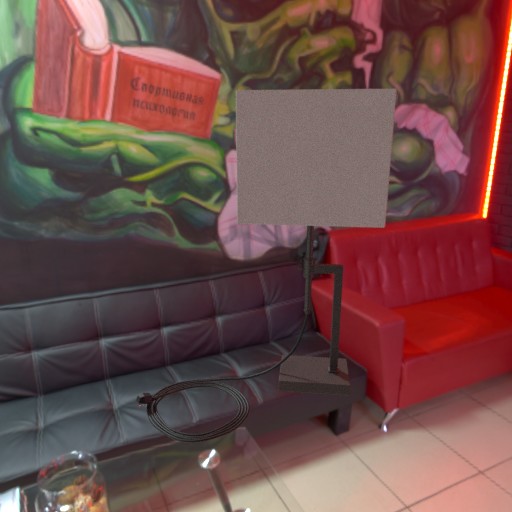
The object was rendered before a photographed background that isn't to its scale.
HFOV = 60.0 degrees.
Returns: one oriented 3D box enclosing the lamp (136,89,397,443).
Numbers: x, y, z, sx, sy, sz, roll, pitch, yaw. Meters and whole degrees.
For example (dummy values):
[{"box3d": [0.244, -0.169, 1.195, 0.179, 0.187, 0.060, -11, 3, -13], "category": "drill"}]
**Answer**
[{"box3d": [0.000, 0.000, 0.955, 0.504, 0.660, 0.399, 2, 16, 7], "category": "lamp"}]
